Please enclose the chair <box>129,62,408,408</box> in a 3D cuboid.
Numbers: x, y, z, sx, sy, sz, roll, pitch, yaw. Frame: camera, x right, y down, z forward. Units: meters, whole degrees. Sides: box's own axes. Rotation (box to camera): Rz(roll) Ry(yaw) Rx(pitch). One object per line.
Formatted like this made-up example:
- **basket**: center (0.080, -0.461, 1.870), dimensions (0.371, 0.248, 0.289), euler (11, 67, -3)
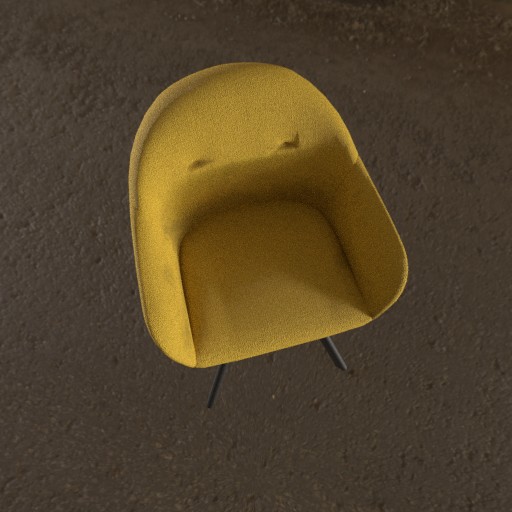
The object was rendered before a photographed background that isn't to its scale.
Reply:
- **chair**: center (0.000, 0.000, 1.163), dimensions (0.545, 0.775, 0.565), euler (-13, 64, -7)
